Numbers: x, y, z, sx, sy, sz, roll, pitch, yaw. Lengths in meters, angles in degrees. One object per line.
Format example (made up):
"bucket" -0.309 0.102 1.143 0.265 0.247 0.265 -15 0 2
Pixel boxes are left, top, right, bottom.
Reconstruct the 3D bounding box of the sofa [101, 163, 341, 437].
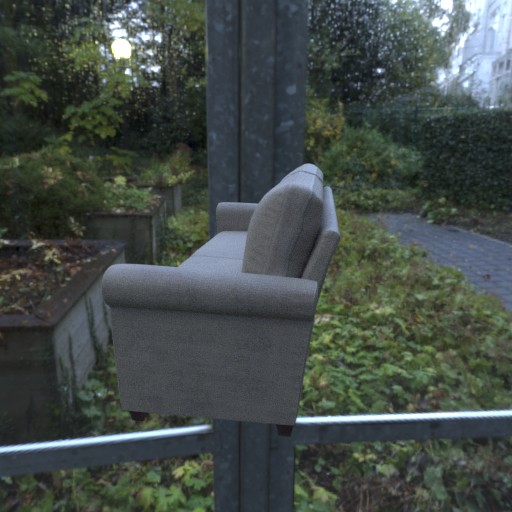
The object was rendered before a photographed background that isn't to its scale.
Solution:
"sofa" 0.000 0.000 2.466 0.842 0.942 1.935 2 14 8
